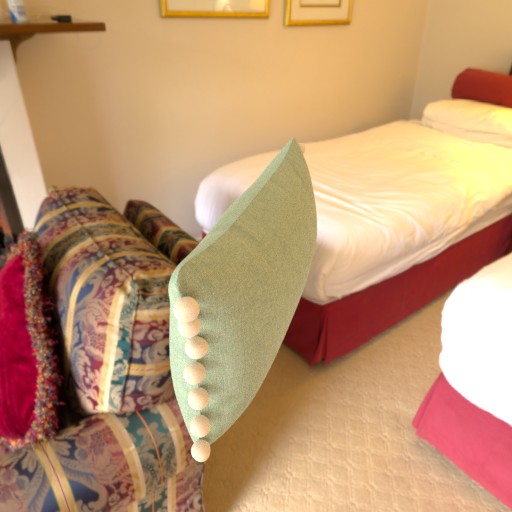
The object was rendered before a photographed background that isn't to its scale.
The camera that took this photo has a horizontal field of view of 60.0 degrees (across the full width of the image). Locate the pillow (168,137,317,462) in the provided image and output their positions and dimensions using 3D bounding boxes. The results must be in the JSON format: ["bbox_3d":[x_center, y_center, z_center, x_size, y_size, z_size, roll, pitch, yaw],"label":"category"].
[{"bbox_3d":[0.000,0.000,0.849,0.201,0.322,0.709,8,31,14],"label":"pillow"}]
